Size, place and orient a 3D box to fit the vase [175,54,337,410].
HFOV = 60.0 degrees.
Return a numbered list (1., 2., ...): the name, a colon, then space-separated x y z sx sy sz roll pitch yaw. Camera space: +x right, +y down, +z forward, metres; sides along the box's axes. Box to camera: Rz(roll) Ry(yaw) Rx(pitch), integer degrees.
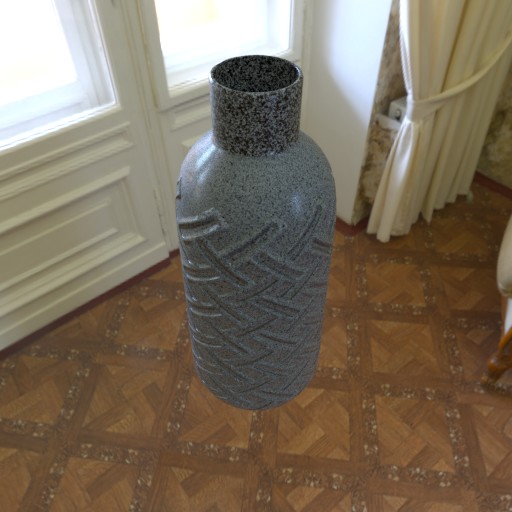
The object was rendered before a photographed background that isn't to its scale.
1. vase: 0.000 0.000 0.339 0.122 0.282 0.122 0 46 0
